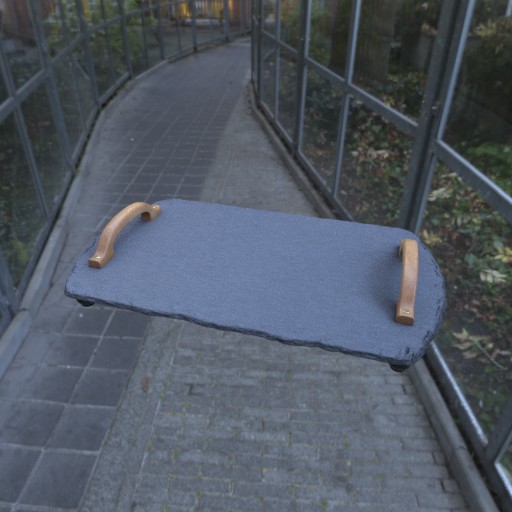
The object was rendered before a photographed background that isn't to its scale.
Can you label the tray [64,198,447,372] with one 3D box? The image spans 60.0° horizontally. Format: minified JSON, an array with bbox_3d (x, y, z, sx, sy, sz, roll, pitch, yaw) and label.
[{"bbox_3d":[0.000,0.000,0.476,0.387,0.062,0.231,9,33,14],"label":"tray"}]
